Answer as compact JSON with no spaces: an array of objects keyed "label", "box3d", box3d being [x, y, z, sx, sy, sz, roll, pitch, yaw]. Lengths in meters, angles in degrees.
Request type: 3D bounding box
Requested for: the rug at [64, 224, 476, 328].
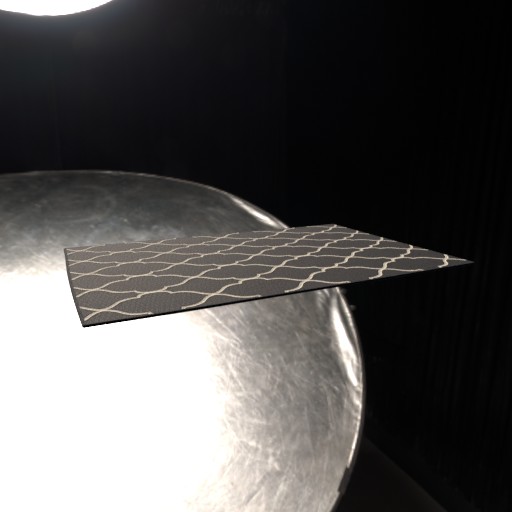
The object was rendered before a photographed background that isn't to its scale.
[{"label":"rug","box3d":[0.000,0.000,2.916,2.294,0.014,1.528,-7,16,-25]}]
